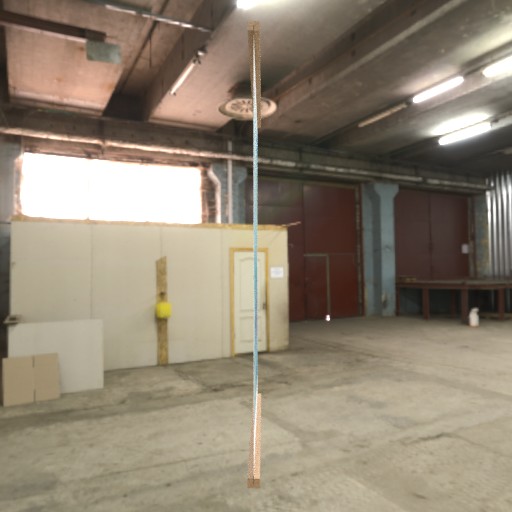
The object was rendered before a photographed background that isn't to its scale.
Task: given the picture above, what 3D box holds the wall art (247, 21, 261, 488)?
[{"bbox_3d":[0.000,0.000,0.780,0.016,0.611,0.401,0,-2,1],"label":"wall art"}]
